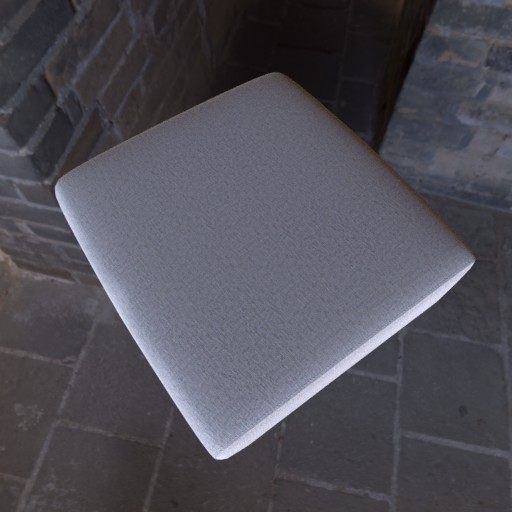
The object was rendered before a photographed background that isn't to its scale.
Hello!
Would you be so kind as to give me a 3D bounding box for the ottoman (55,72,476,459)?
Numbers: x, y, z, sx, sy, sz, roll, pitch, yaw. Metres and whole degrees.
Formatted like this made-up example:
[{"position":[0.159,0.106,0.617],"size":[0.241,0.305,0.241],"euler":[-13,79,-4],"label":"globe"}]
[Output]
[{"position":[0.000,0.000,1.040],"size":[0.648,0.399,0.655],"euler":[-32,67,-16],"label":"ottoman"}]
